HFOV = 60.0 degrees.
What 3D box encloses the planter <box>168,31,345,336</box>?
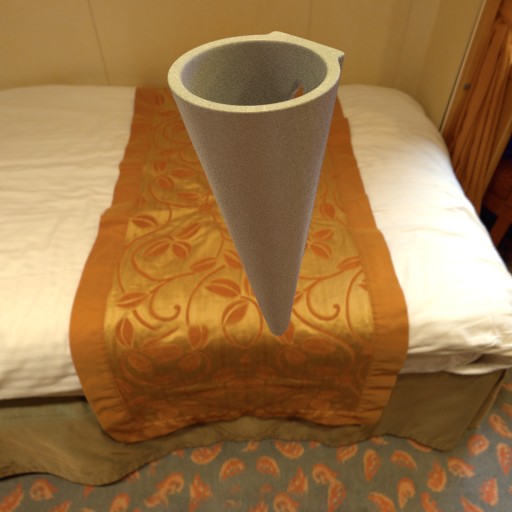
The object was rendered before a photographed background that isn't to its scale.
[{"bbox_3d":[0.000,0.000,0.224,0.057,0.191,0.064,32,54,26],"label":"planter"}]
